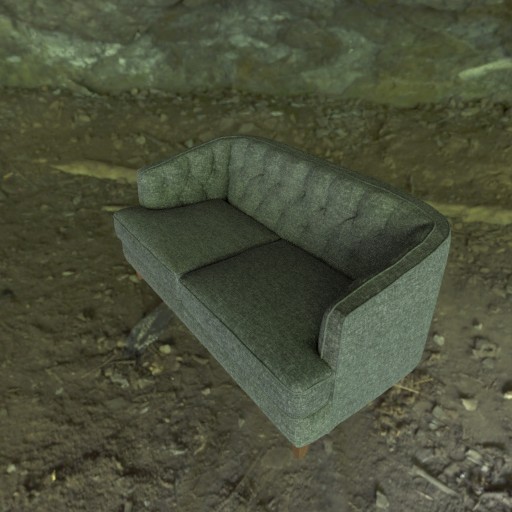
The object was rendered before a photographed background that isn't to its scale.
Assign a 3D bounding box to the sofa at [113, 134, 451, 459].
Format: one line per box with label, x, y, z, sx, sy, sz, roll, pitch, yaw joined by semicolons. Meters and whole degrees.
sofa;0.000;0.000;2.299;0.941;0.855;1.733;-20;37;-30
